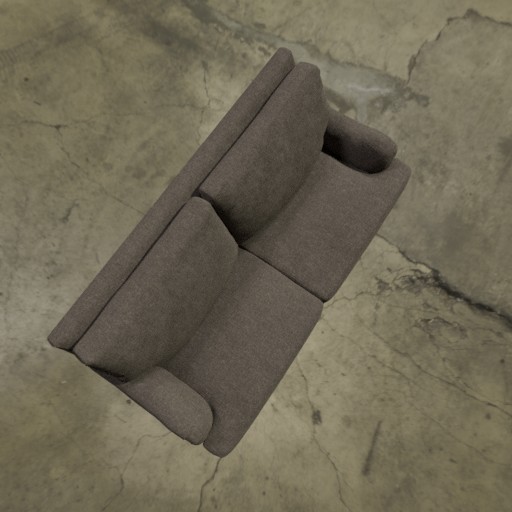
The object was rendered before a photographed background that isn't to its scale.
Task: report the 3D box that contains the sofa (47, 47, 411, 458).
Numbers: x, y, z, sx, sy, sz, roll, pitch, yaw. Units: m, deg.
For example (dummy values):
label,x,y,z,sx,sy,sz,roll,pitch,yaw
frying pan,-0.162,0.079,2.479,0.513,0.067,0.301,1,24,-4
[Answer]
label,x,y,z,sx,sy,sz,roll,pitch,yaw
sofa,0.000,0.000,2.748,1.087,1.054,2.160,34,78,8
